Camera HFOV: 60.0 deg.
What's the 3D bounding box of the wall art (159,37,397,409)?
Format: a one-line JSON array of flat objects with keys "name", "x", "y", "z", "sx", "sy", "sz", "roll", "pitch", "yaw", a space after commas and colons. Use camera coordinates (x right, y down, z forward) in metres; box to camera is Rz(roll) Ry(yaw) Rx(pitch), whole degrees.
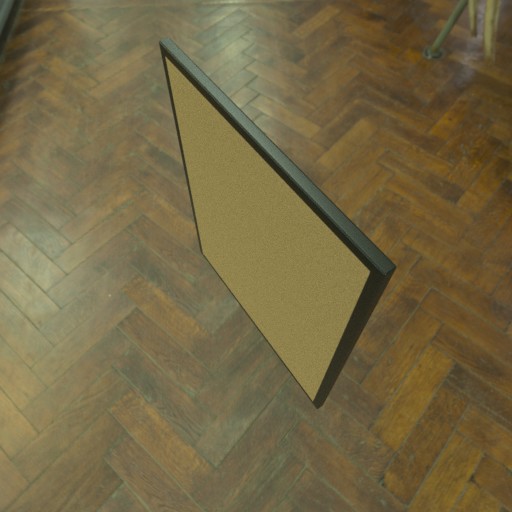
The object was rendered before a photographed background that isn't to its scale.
[{"name": "wall art", "x": 0.000, "y": 0.000, "z": 0.798, "sx": 0.018, "sy": 0.582, "sz": 0.481, "roll": -30, "pitch": 63, "yaw": -17}]
